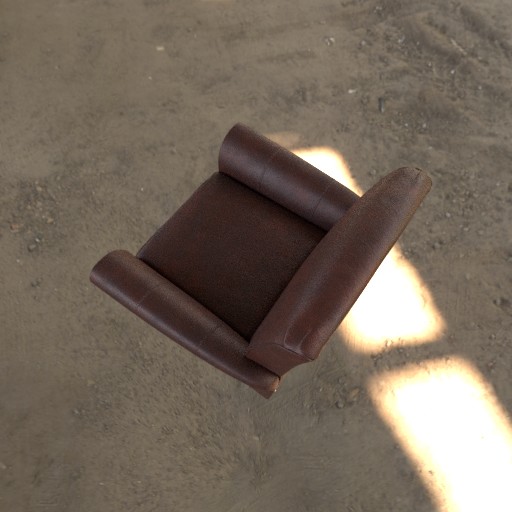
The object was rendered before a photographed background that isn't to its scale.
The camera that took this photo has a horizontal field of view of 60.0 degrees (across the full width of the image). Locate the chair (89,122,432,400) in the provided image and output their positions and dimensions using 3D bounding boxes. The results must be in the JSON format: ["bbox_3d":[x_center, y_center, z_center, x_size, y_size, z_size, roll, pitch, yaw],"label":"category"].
[{"bbox_3d":[0.000,0.000,1.819,0.902,1.061,0.978,33,67,16],"label":"chair"}]
